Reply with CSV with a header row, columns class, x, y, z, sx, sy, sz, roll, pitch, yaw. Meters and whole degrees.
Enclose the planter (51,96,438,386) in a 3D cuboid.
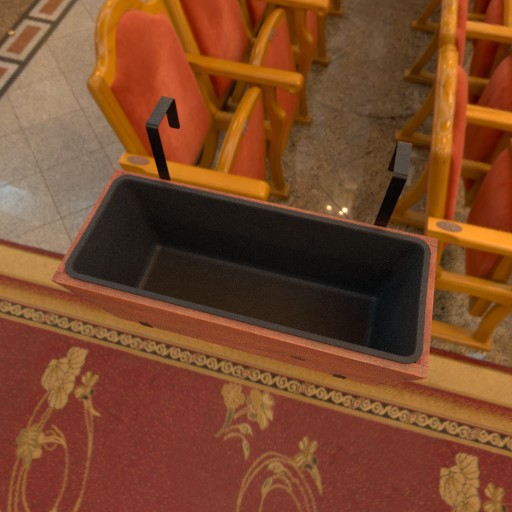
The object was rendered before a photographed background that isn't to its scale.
class,x,y,z,sx,sy,sz,roll,pitch,yaw
planter,0.000,0.000,0.642,0.480,0.289,0.262,13,59,8
